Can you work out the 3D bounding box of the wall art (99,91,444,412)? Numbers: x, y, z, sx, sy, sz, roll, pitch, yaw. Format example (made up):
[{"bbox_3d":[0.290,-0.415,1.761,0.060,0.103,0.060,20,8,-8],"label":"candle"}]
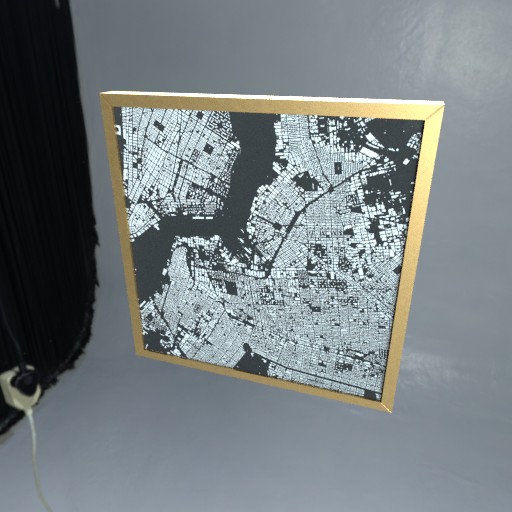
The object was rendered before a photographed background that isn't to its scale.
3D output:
[{"bbox_3d":[0.000,0.000,1.894,1.284,1.284,0.095,8,26,17],"label":"wall art"}]
